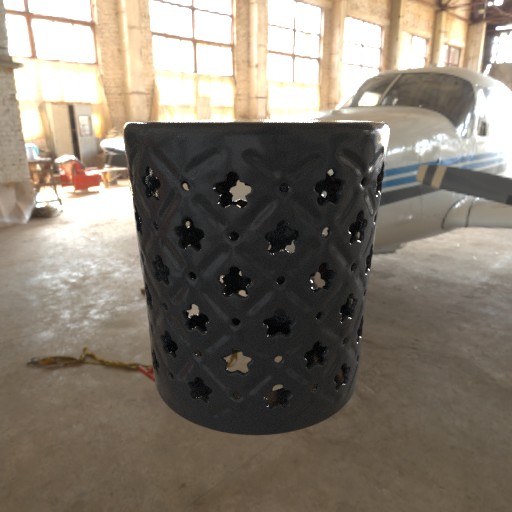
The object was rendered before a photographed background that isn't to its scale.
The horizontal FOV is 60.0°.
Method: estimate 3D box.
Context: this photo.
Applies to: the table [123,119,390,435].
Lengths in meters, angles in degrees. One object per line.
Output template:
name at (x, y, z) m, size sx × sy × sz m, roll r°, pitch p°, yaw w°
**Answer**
table at (0.000, 0.000, 0.656) m, size 0.352 × 0.387 × 0.352 m, roll 0°, pitch 17°, yaw 0°
